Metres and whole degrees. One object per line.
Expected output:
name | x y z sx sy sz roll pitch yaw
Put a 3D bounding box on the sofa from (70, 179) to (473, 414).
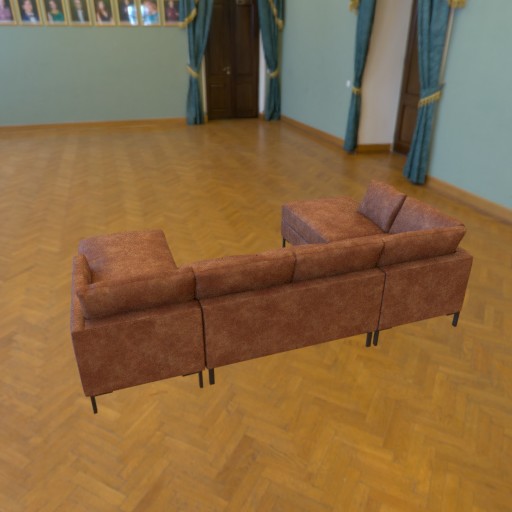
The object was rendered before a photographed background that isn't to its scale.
sofa | 0.000 0.000 3.864 2.956 0.900 1.939 -9 28 -17
